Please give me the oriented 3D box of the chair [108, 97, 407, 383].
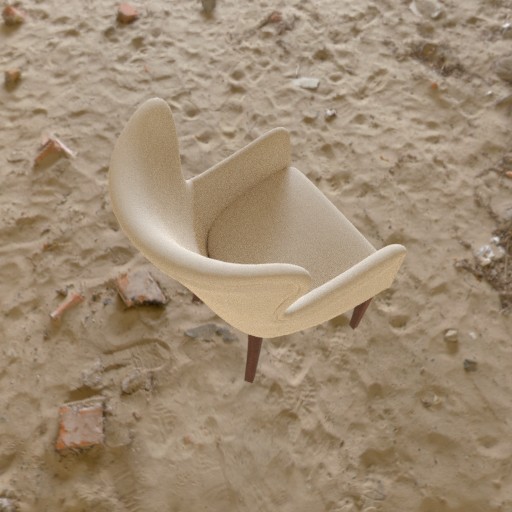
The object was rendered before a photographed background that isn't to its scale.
[{"bbox_3d":[0.000,0.000,1.523,0.744,0.990,0.696,-30,63,-17],"label":"chair"}]
